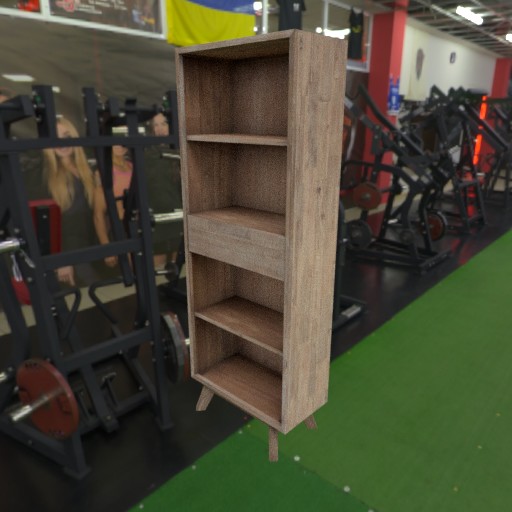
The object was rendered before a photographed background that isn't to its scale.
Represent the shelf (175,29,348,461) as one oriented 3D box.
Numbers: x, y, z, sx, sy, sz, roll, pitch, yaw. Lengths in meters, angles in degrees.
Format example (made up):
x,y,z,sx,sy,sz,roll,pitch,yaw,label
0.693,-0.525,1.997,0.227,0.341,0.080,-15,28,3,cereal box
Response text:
x,y,z,sx,sy,sz,roll,pitch,yaw,label
0.000,0.000,1.543,0.491,1.342,0.267,16,24,41,shelf
